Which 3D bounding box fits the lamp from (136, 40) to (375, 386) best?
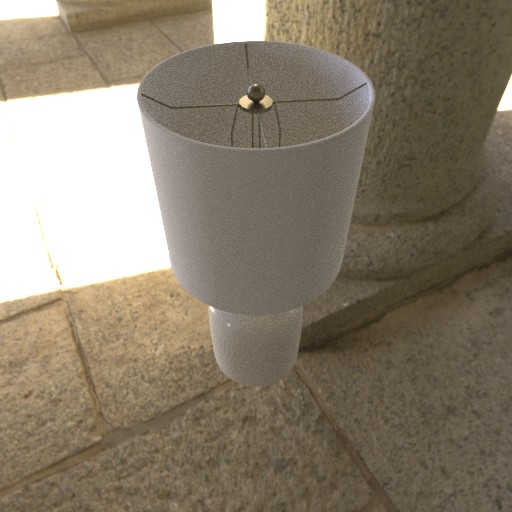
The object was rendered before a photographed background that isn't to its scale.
[{"bbox_3d":[0.000,0.000,0.495,0.188,0.392,0.188,25,51,22],"label":"lamp"}]
